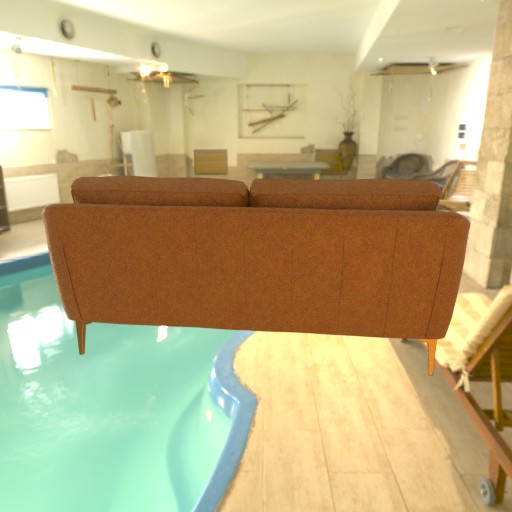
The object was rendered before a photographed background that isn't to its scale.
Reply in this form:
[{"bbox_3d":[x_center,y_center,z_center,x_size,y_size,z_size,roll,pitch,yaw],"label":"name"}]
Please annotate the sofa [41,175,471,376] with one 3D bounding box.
[{"bbox_3d":[0.000,0.000,2.498,2.036,0.945,0.981,2,16,6],"label":"sofa"}]
